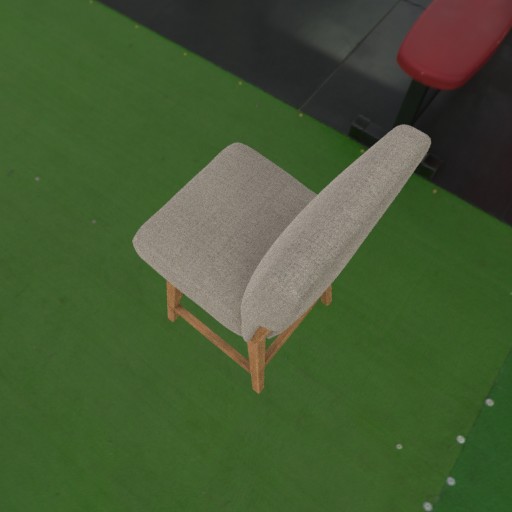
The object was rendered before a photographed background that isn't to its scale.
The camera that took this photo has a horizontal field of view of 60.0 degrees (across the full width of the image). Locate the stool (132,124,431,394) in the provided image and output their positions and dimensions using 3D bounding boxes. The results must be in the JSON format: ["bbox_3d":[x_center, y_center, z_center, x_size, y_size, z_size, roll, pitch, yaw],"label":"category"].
[{"bbox_3d":[0.000,0.000,1.271,0.526,1.010,0.459,36,69,16],"label":"stool"}]
